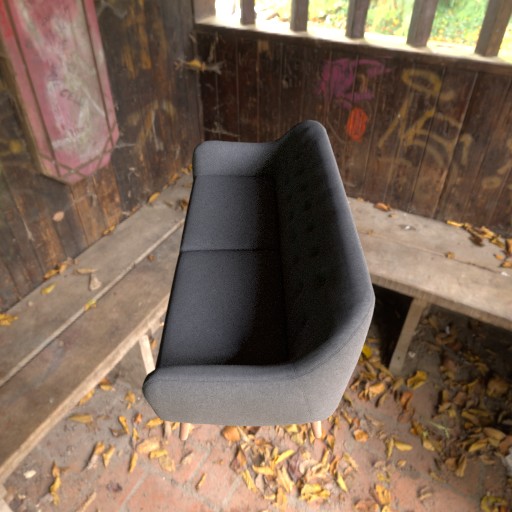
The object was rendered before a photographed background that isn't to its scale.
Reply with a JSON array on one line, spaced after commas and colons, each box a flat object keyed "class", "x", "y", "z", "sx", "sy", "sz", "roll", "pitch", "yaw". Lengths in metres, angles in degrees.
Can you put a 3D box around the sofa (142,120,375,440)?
[{"class": "sofa", "x": 0.000, "y": 0.000, "z": 2.269, "sx": 0.820, "sy": 0.820, "sz": 1.840, "roll": 0, "pitch": 40, "yaw": 0}]
